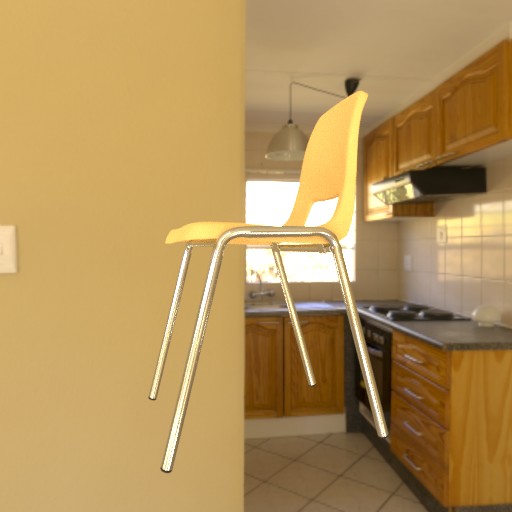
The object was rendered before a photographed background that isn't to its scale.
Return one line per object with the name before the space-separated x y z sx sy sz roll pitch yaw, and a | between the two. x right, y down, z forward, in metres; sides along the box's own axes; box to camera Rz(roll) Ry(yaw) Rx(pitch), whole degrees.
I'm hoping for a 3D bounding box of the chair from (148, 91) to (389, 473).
chair | 0.000 0.000 0.956 0.436 0.704 0.381 0 1 -17
